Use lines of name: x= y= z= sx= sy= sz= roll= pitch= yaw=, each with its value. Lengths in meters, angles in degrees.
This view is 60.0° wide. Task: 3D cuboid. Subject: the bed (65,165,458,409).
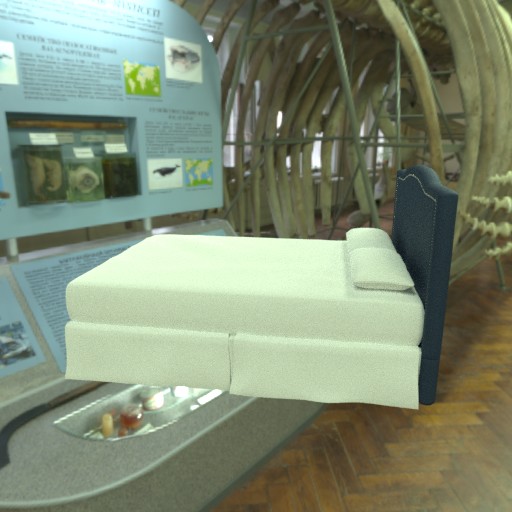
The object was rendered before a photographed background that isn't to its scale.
bed: x=0.000 y=0.000 z=3.539 sx=2.507 sy=1.441 sz=1.741 roll=2 pitch=15 yaw=9
